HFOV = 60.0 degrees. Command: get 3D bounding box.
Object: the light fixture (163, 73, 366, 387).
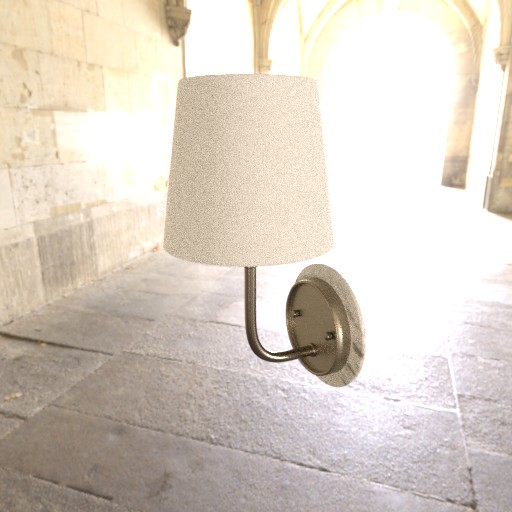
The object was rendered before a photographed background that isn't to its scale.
[{"bbox_3d":[0.000,0.000,0.459,0.188,0.337,0.168,-8,17,-25],"label":"light fixture"}]
